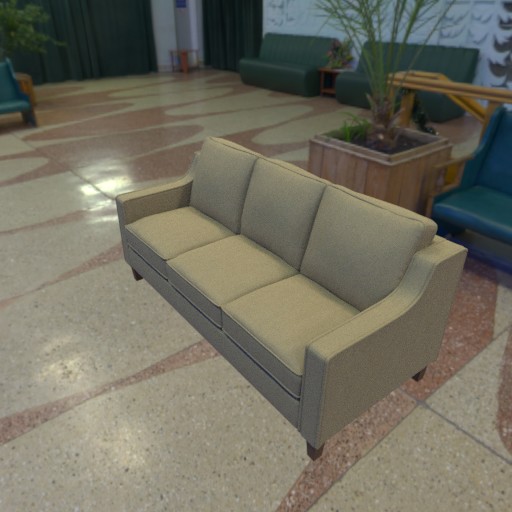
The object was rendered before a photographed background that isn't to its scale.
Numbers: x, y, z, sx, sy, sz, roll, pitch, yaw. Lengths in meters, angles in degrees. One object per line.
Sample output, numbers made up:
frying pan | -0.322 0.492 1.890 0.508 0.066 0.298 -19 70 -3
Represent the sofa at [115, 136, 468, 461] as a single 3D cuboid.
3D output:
sofa | 0.000 0.000 2.612 0.911 0.974 1.986 -21 36 -32
